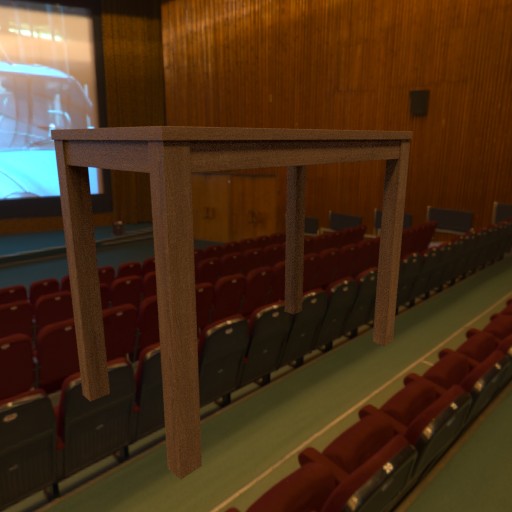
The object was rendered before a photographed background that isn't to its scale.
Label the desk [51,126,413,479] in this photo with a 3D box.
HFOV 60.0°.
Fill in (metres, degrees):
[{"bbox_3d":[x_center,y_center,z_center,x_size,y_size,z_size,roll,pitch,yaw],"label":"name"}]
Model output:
[{"bbox_3d":[0.000,0.000,1.401,0.495,0.762,0.991,14,20,42],"label":"desk"}]
